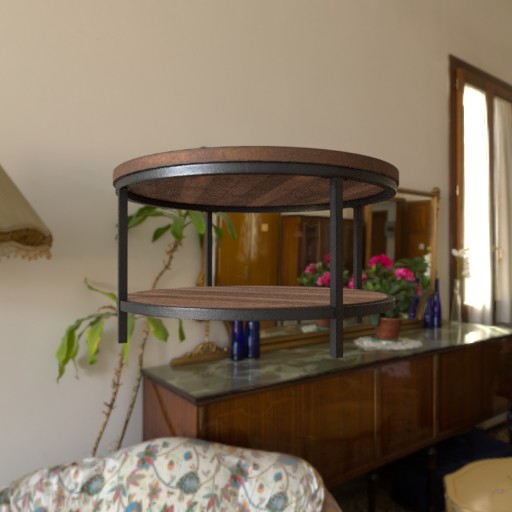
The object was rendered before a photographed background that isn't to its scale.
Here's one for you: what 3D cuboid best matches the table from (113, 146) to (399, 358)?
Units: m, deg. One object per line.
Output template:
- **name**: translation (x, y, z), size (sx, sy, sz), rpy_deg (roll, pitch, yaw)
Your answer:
- **table**: translation (0.000, 0.000, 1.359), size (0.837, 0.462, 0.837), rpy_deg (0, 0, 0)
